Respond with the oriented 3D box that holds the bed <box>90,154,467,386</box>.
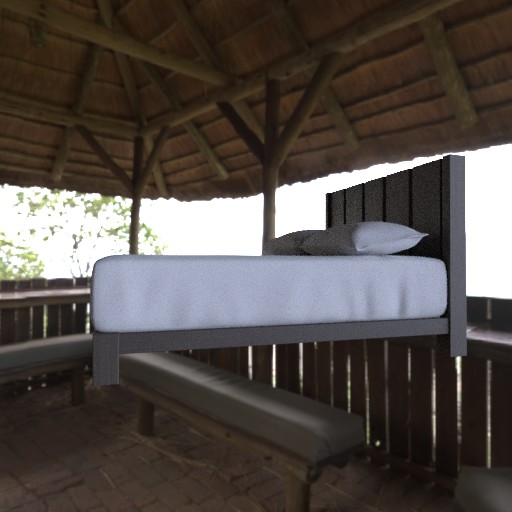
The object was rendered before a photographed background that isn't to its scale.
[{"bbox_3d":[0.000,0.000,3.284,2.242,1.270,1.727,0,0,-18],"label":"bed"}]
